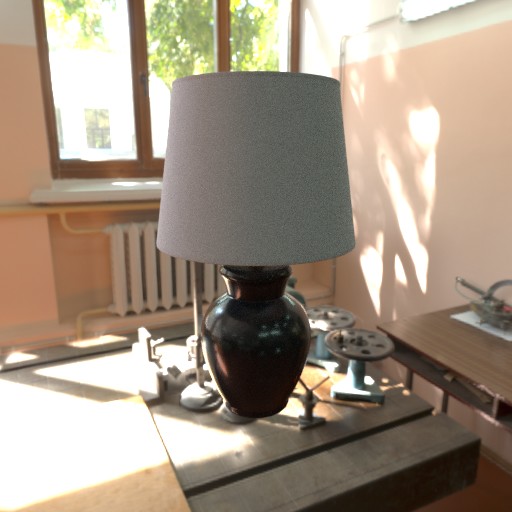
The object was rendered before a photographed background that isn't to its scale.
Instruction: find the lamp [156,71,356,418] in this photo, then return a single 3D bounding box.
[{"bbox_3d":[0.000,0.000,0.550,0.239,0.399,0.239,0,14,0],"label":"lamp"}]
